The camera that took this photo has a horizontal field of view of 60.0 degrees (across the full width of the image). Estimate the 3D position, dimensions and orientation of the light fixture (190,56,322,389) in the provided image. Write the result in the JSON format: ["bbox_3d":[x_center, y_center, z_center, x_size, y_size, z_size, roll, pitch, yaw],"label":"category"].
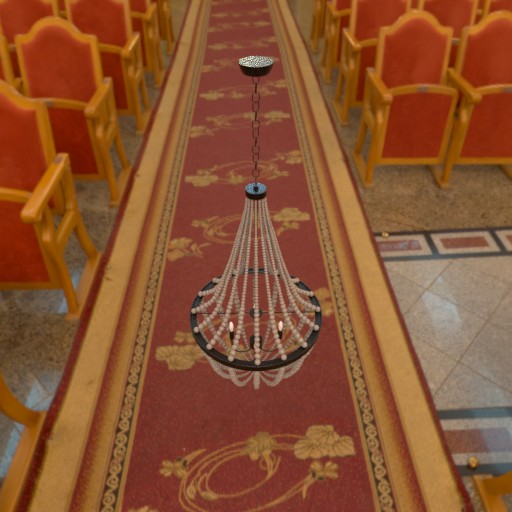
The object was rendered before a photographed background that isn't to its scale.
[{"bbox_3d":[0.000,0.000,1.350,0.450,1.133,0.450,0,40,0],"label":"light fixture"}]
